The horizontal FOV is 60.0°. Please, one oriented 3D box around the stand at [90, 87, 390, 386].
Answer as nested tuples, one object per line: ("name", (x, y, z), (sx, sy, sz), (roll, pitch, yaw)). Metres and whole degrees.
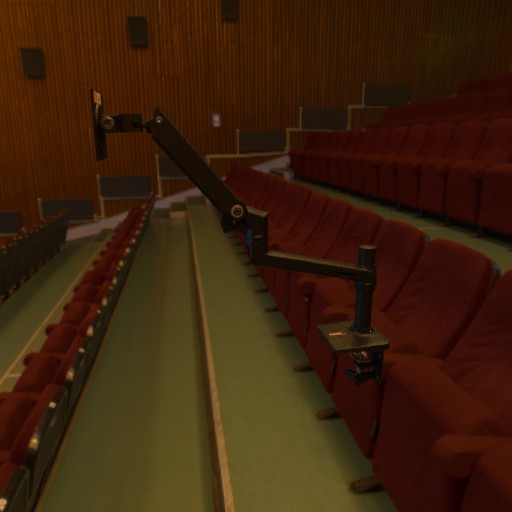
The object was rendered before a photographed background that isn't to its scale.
("stand", (0.000, 0.000, 1.033), (0.650, 0.713, 0.152), (-3, 15, -10))
